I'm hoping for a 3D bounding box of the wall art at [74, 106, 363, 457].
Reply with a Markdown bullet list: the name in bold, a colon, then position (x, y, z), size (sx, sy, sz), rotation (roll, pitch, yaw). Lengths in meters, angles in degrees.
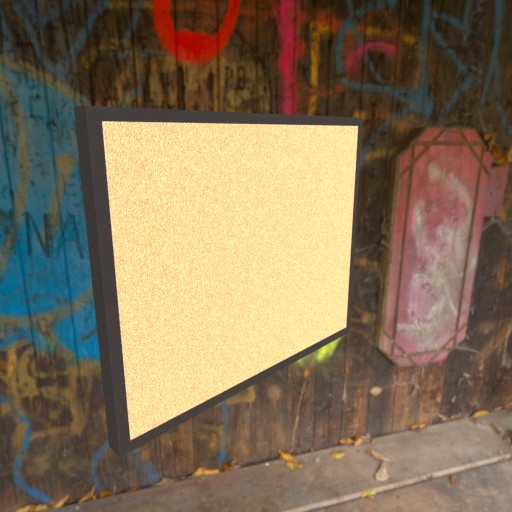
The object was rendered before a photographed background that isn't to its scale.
- **wall art**: position (0.000, 0.000, 0.742), size (0.554, 0.454, 0.030), rotation (-15, 21, -43)
